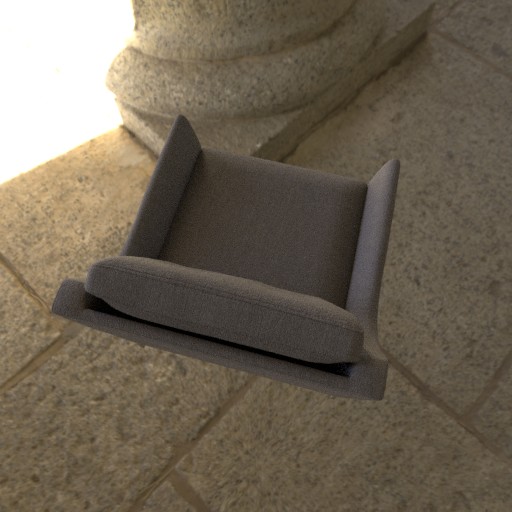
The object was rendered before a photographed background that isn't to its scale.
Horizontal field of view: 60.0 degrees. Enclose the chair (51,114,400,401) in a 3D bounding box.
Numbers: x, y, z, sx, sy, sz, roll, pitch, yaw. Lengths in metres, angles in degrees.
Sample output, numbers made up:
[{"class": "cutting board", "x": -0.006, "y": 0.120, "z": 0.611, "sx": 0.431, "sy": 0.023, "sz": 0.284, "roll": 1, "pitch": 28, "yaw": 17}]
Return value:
[{"class": "chair", "x": 0.000, "y": 0.000, "z": 1.505, "sx": 0.847, "sy": 0.828, "sz": 0.849, "roll": 13, "pitch": 66, "yaw": 6}]
